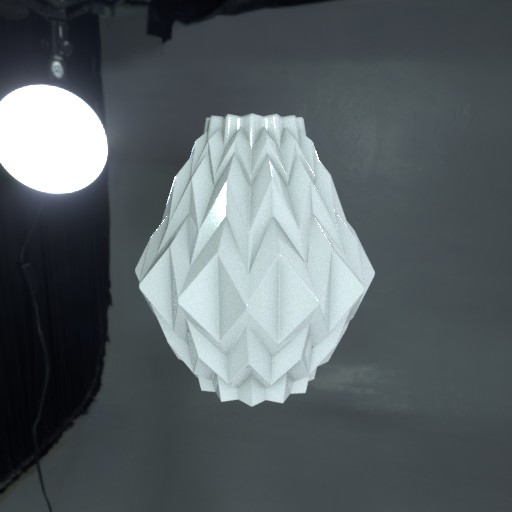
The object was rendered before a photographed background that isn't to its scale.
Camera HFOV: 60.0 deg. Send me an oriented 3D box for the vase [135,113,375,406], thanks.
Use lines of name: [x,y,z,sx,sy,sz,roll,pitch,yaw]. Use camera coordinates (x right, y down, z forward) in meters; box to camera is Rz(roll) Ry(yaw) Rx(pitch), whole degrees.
vase: [0.000,0.000,0.310,0.164,0.185,0.164,0,13,0]
